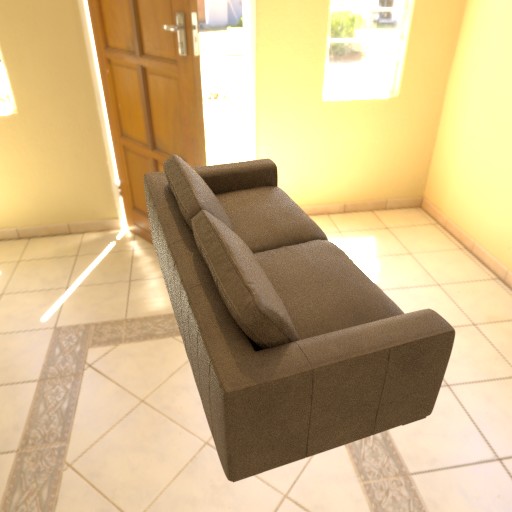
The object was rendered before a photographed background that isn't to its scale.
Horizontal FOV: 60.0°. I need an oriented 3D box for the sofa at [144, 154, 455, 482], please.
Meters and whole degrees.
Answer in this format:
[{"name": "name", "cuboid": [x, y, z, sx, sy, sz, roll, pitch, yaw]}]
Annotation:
[{"name": "sofa", "cuboid": [0.000, 0.000, 2.719, 1.070, 0.801, 2.262, -11, 34, -16]}]
